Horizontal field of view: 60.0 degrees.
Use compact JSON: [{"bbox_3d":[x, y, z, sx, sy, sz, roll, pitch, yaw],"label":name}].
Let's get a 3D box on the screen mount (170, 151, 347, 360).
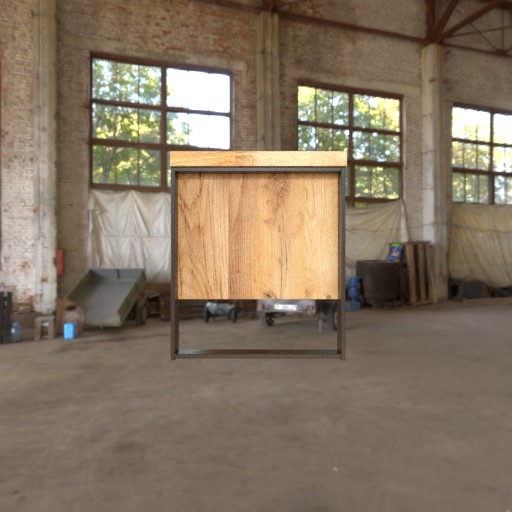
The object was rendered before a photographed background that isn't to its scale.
[{"bbox_3d":[0.000,0.000,1.711,0.395,0.450,1.524,0,0,0],"label":"screen mount"}]
